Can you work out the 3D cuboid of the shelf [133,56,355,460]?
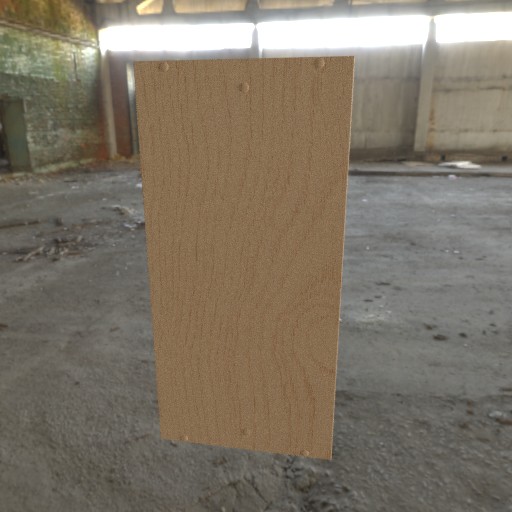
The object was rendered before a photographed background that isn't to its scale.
[{"bbox_3d":[0.000,0.000,0.770,0.290,0.600,0.250,3,17,10],"label":"shelf"}]
